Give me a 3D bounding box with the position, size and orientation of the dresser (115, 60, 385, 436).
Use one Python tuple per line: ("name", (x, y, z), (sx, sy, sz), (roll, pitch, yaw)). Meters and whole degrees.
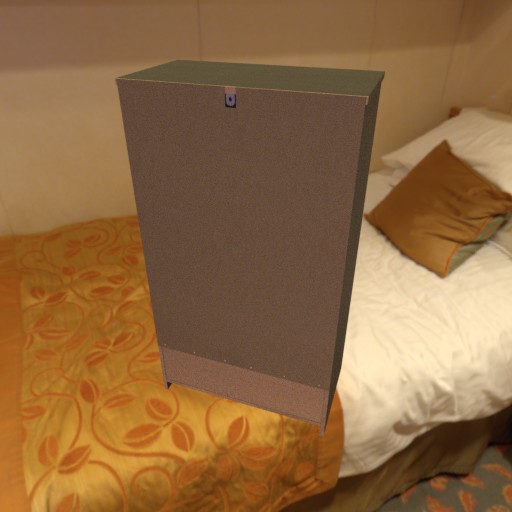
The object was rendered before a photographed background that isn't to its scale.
("dresser", (0.000, 0.000, 1.630), (0.704, 1.255, 0.399), (11, 33, 17))
